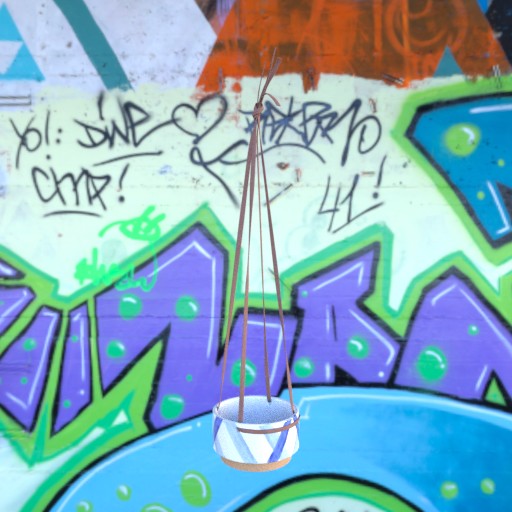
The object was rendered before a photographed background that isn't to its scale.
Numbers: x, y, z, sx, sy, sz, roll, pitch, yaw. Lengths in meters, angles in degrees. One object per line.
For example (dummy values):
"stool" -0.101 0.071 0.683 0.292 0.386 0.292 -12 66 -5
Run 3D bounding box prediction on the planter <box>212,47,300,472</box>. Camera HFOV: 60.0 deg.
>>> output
"planter" 0.000 0.000 0.836 0.166 0.751 0.166 0 0 0
